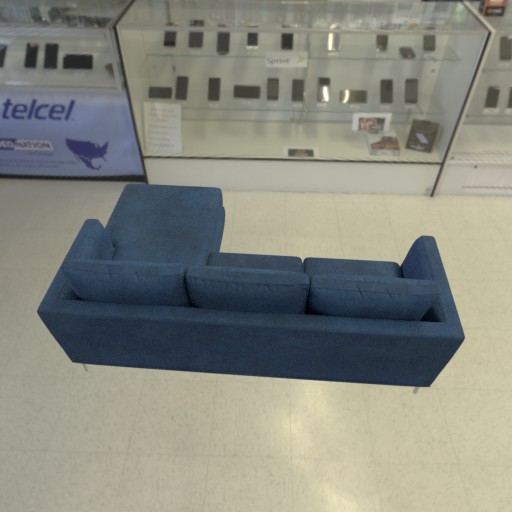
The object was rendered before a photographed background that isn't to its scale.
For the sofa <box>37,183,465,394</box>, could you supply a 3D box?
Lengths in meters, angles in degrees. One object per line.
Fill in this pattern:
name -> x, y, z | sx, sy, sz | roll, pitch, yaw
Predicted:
sofa -> 0.000, 0.000, 3.237 | 2.438, 0.987, 1.622 | 3, 45, 3
